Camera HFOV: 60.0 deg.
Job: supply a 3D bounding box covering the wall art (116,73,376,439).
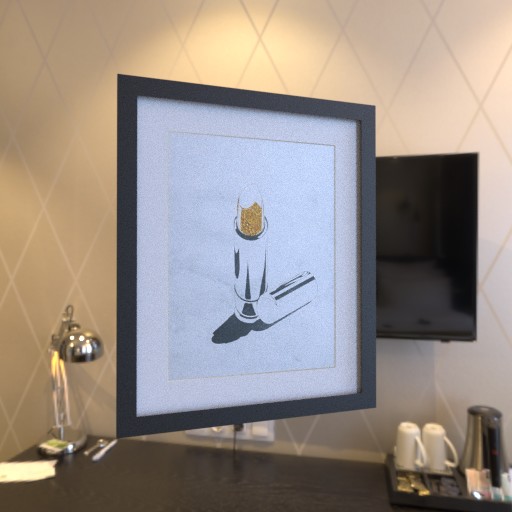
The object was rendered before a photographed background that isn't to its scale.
[{"bbox_3d":[0.000,0.000,0.763,0.457,0.559,0.029,0,-1,-18],"label":"wall art"}]
